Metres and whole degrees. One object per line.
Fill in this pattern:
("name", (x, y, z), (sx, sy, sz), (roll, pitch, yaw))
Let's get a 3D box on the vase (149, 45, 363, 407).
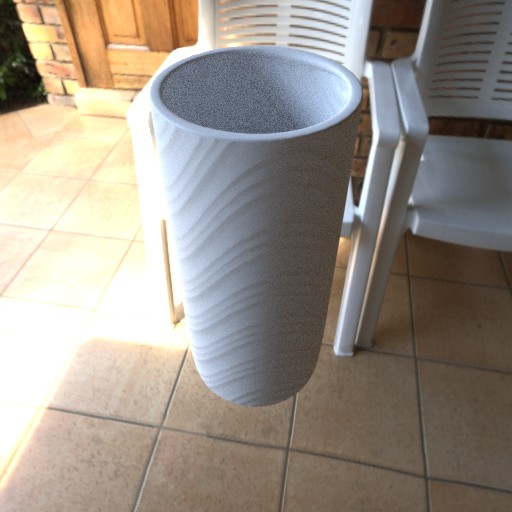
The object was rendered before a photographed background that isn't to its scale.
("vase", (0.000, 0.000, 0.399), (0.143, 0.316, 0.143), (0, 45, 0))
